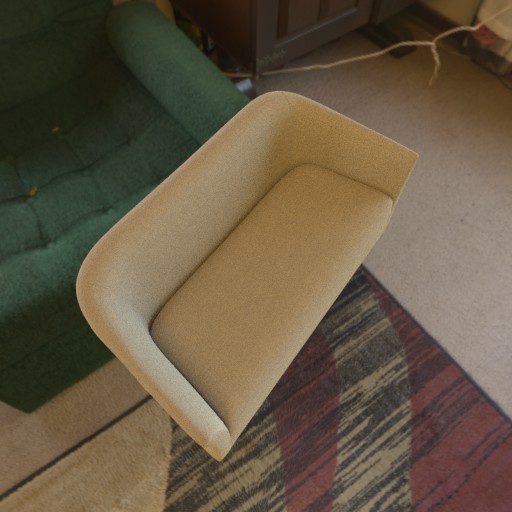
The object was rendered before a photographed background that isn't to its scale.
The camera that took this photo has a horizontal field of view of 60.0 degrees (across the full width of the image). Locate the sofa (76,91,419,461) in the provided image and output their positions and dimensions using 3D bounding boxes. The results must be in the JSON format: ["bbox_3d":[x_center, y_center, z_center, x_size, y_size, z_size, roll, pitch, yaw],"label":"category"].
[{"bbox_3d":[0.000,0.000,1.892,0.705,0.721,1.452,32,64,18],"label":"sofa"}]
